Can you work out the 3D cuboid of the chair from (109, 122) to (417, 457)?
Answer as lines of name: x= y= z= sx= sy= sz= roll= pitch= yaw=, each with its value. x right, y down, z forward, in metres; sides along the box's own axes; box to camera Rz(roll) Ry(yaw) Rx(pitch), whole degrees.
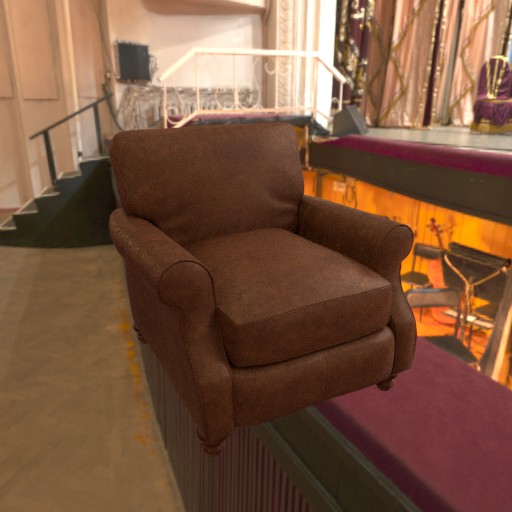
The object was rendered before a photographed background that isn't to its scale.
chair: x=0.000 y=0.000 z=1.737 sx=0.996 sy=0.976 sz=1.002 roll=-10 pitch=21 yaw=-27
